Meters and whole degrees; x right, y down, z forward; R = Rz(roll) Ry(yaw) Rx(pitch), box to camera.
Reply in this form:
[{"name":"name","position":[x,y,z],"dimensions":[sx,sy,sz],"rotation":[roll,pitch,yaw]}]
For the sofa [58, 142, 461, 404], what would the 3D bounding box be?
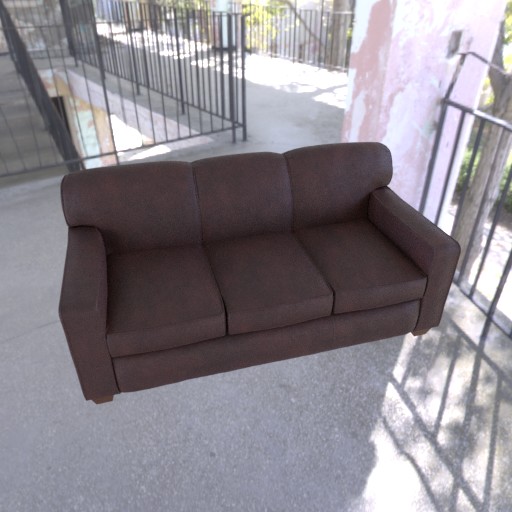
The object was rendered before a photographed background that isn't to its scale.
[{"name":"sofa","position":[0.000,0.000,2.562],"dimensions":[2.039,0.953,1.008],"rotation":[-9,34,-13]}]
